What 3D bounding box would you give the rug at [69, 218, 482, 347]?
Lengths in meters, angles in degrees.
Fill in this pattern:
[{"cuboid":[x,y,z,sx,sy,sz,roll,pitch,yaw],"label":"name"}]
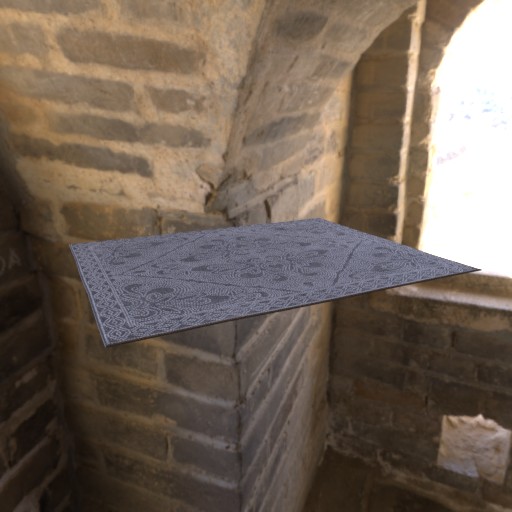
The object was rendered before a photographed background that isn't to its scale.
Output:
[{"cuboid":[0.000,0.000,4.098,3.048,0.012,2.438,-8,18,-25],"label":"rug"}]
